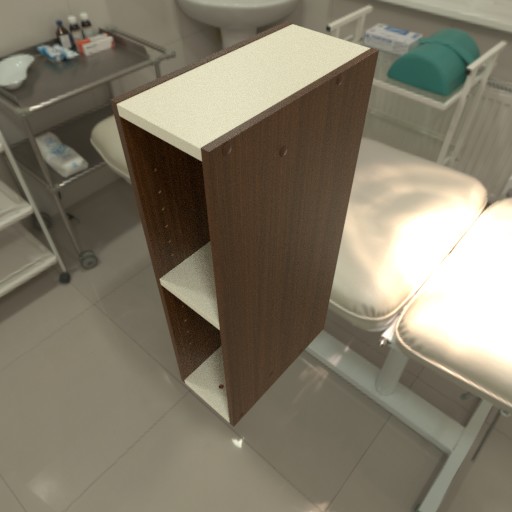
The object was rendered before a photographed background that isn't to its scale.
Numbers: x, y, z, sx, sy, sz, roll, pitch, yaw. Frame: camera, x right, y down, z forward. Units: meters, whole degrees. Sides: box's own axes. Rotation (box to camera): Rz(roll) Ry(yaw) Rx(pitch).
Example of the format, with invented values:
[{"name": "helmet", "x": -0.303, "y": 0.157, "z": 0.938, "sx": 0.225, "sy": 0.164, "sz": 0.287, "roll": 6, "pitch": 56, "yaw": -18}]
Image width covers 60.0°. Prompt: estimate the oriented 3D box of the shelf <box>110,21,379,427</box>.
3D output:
[{"name": "shelf", "x": 0.000, "y": 0.000, "z": 0.715, "sx": 0.147, "sy": 0.600, "sz": 0.290, "roll": 33, "pitch": 55, "yaw": 27}]
